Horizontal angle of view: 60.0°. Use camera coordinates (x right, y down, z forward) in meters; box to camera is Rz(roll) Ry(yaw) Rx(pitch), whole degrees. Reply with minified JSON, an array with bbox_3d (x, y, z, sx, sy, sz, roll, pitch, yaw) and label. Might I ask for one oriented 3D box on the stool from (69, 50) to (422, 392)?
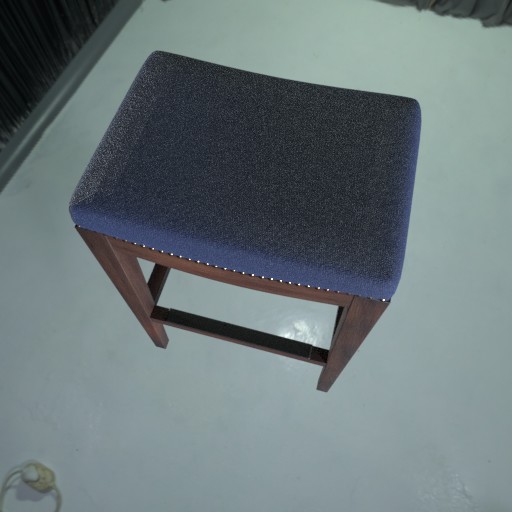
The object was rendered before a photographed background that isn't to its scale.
[{"bbox_3d":[0.000,0.000,0.995,0.498,0.740,0.358,13,64,7],"label":"stool"}]
